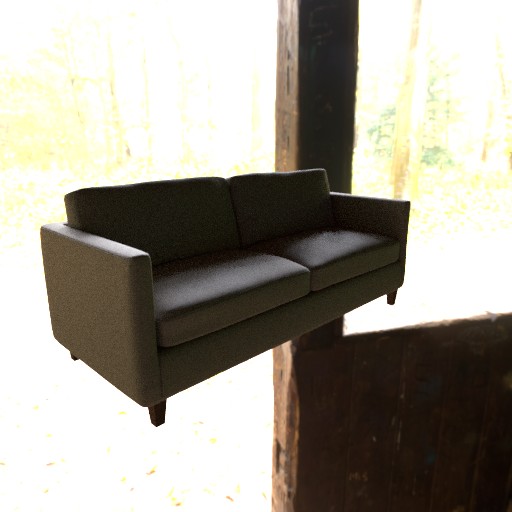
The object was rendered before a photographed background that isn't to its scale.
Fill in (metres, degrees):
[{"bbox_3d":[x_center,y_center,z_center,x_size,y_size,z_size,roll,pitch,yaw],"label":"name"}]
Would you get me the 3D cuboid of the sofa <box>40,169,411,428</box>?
[{"bbox_3d":[0.000,0.000,2.730,2.208,0.963,0.956,-14,21,-43],"label":"sofa"}]
